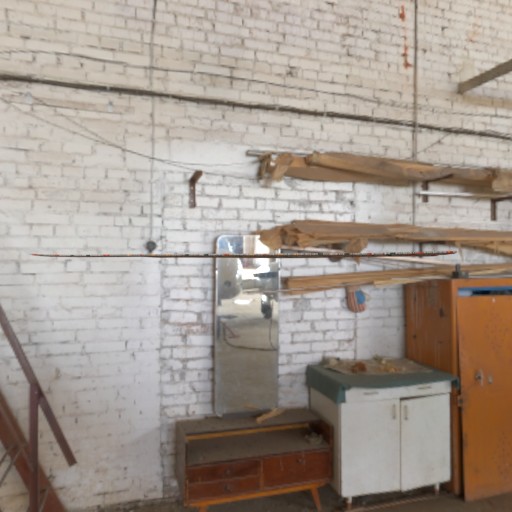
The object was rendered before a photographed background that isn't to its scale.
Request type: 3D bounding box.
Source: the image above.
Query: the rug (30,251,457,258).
[{"bbox_3d":[0.000,0.000,2.371,1.835,0.017,1.220,0,-1,17],"label":"rug"}]
